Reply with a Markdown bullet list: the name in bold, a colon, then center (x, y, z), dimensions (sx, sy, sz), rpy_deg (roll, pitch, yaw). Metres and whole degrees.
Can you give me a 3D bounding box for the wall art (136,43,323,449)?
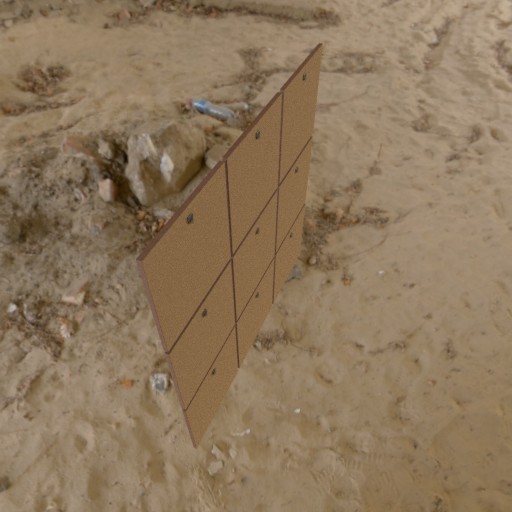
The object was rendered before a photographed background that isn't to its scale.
- **wall art**: center (0.000, 0.000, 1.796), dimensions (0.024, 1.218, 1.221), rpy_deg (19, 51, 16)
